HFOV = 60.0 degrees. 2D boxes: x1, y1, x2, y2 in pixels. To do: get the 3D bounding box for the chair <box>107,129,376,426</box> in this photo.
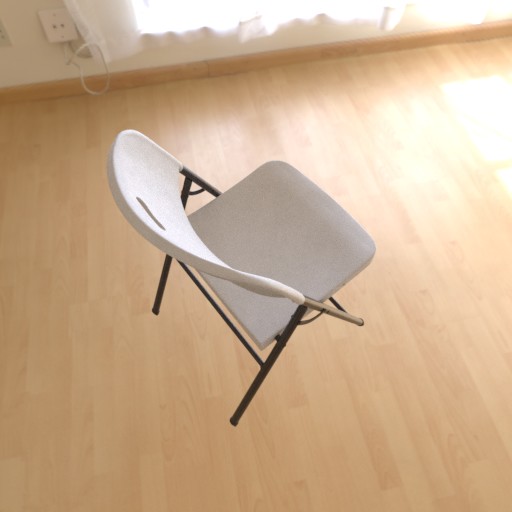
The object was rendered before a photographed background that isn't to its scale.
[{"bbox_3d":[0.000,0.000,1.189,0.566,0.810,0.494,-33,63,-19],"label":"chair"}]
